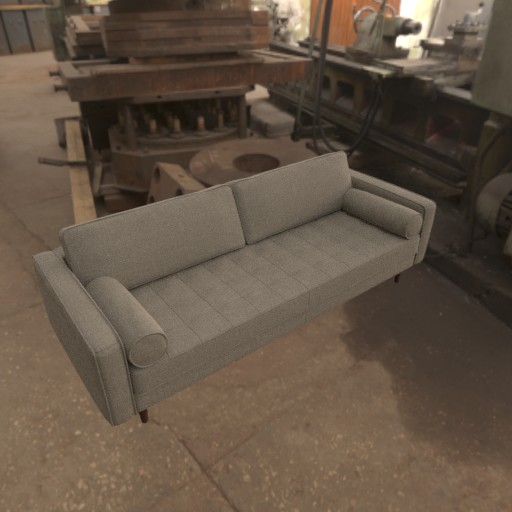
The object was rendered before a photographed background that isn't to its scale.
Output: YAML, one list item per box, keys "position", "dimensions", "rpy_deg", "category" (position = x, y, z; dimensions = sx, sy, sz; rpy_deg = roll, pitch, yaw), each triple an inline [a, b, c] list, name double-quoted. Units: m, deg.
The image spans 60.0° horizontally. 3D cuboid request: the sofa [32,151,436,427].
- position: [0.000, 0.000, 2.589]
  dimensions: [2.211, 0.762, 0.914]
  rpy_deg: [-22, 38, -31]
  category: "sofa"
